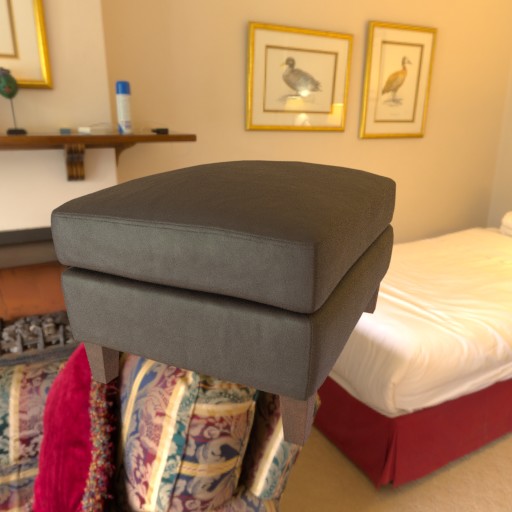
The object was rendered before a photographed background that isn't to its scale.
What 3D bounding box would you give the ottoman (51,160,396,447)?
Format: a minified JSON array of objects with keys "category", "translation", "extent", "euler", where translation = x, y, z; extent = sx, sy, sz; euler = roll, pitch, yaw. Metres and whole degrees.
[{"category":"ottoman","translation":[0.000,0.000,1.276],"extent":[0.659,0.529,0.887],"euler":[8,19,24]}]
